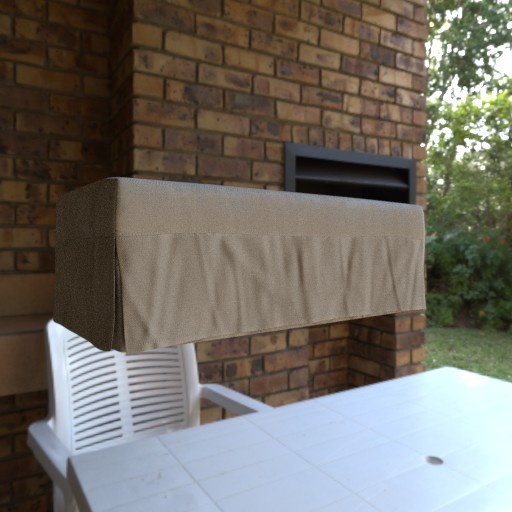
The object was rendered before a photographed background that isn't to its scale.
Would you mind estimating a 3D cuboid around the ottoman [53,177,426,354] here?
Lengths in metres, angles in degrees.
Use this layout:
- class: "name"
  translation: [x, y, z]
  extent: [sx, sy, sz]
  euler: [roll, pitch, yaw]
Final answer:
- class: "ottoman"
  translation: [0.000, 0.000, 1.743]
  extent: [1.388, 0.457, 0.665]
  euler: [-1, 2, -37]
